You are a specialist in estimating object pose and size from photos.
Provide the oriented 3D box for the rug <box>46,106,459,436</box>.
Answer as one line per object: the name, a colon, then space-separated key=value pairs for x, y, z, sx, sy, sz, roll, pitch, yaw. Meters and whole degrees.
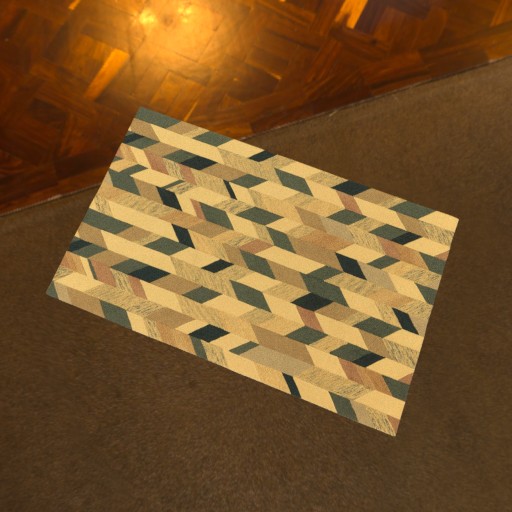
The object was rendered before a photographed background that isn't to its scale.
rug: x=0.000 y=0.000 z=2.999 sx=2.423 sy=0.008 sz=1.513 roll=21 pitch=77 yaw=5
